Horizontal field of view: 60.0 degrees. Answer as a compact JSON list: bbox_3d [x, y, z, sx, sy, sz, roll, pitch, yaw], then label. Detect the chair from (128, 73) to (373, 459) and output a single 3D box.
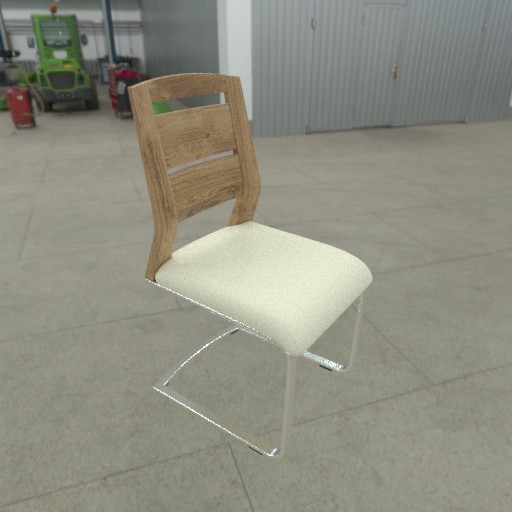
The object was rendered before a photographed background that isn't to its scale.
[{"bbox_3d":[0.000,0.000,1.277,0.561,0.955,0.457,17,31,31],"label":"chair"}]
